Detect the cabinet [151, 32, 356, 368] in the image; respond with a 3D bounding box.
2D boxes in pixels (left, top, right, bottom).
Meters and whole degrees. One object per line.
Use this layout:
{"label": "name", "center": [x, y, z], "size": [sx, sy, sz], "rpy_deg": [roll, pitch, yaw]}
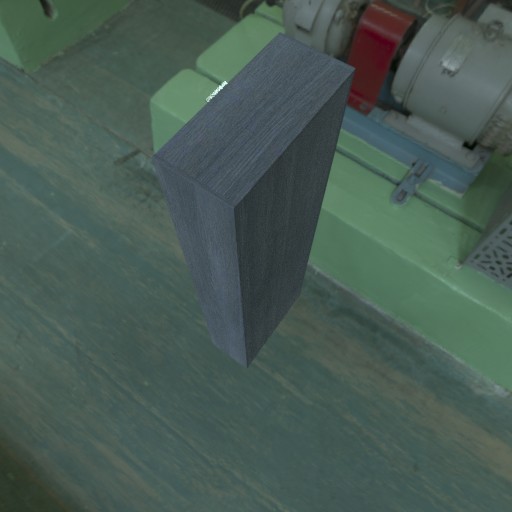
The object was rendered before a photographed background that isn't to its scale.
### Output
{"label": "cabinet", "center": [0.000, 0.000, 1.806], "size": [0.255, 1.630, 0.520], "rpy_deg": [33, 68, 15]}
